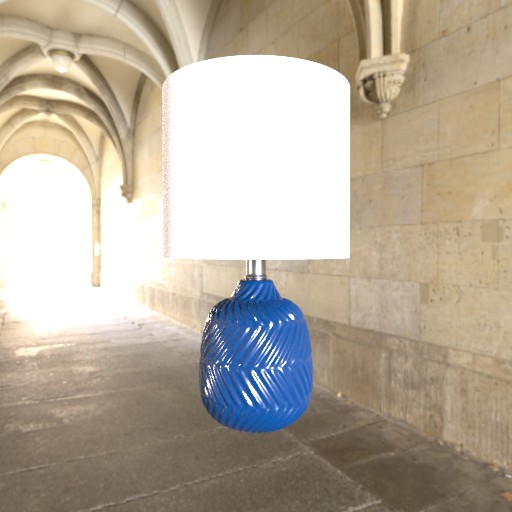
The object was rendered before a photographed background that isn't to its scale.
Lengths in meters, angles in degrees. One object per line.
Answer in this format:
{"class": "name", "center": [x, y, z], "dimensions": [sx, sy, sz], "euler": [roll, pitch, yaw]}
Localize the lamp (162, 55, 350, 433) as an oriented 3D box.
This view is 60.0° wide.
{"class": "lamp", "center": [0.000, 0.000, 0.493], "dimensions": [0.203, 0.368, 0.203], "euler": [0, 1, 17]}
